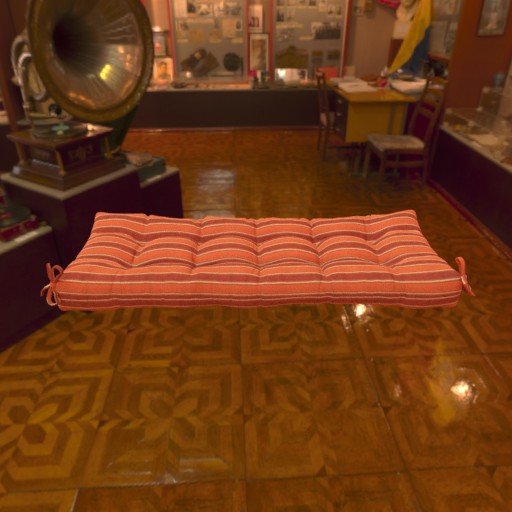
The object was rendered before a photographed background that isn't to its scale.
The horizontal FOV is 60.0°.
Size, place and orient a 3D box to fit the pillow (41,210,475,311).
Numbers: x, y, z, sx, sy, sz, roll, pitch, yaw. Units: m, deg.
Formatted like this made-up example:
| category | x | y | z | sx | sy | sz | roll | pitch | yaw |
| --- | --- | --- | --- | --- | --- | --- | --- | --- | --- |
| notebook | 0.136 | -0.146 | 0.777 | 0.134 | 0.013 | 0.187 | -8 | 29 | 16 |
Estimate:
| category | x | y | z | sx | sy | sz | roll | pitch | yaw |
| --- | --- | --- | --- | --- | --- | --- | --- | --- | --- |
| pillow | 0.000 | 0.000 | 1.361 | 1.194 | 0.174 | 0.511 | -1 | 30 | -1 |
